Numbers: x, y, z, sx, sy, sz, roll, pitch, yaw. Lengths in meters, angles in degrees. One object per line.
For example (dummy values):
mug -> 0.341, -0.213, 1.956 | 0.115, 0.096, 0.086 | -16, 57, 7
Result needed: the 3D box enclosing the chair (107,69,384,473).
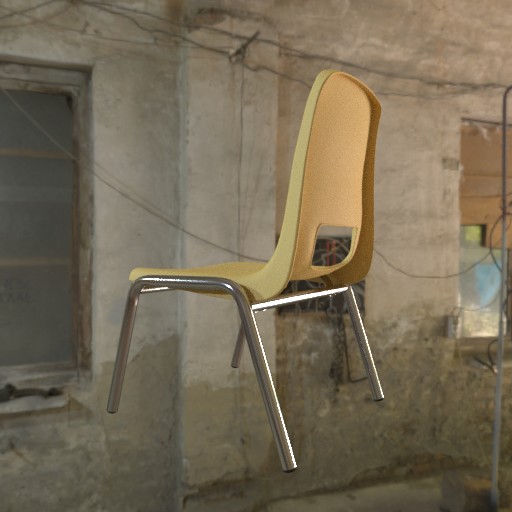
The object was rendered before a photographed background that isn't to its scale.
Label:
chair -> 0.000, 0.000, 0.779 | 0.385, 0.536, 0.354 | 1, 2, 36
